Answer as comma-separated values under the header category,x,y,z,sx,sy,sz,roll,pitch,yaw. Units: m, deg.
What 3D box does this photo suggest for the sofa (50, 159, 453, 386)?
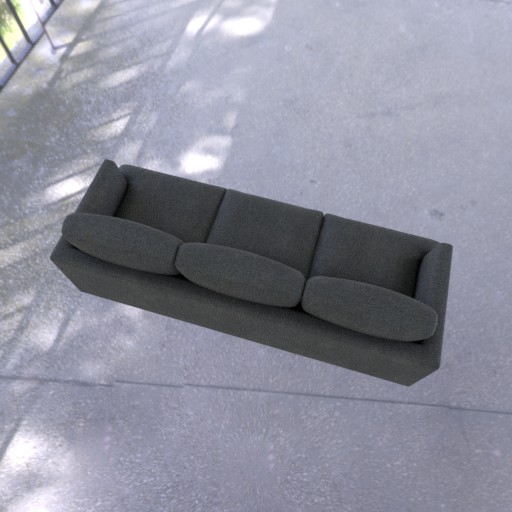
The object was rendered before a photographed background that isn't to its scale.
category,x,y,z,sx,sy,sz,roll,pitch,yaw
sofa,0.000,0.000,2.767,2.246,0.930,0.903,15,64,7
